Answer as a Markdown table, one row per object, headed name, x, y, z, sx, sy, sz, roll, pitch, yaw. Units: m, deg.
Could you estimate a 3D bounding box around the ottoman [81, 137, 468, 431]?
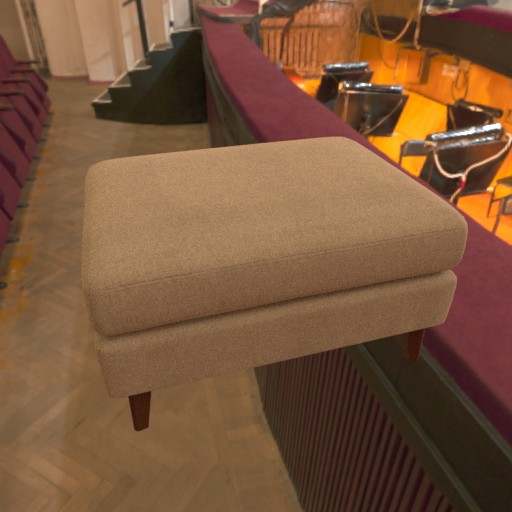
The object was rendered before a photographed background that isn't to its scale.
| name | x | y | z | sx | sy | sz | roll | pitch | yaw |
| --- | --- | --- | --- | --- | --- | --- | --- | --- | --- |
| ottoman | 0.000 | 0.000 | 1.199 | 0.823 | 0.478 | 0.610 | -9 | 34 | -14 |
